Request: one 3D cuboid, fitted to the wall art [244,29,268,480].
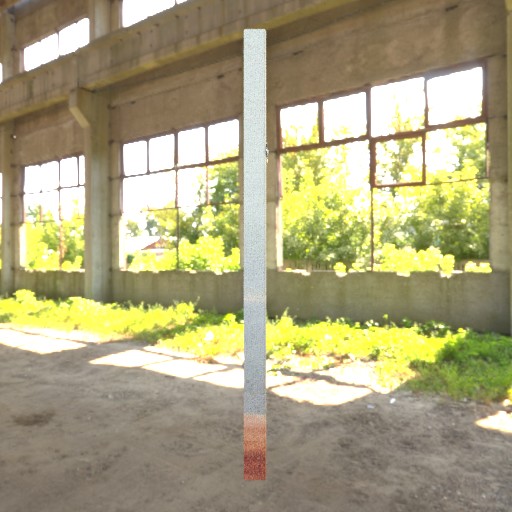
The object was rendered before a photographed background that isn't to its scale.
[{"bbox_3d":[0.000,0.000,0.600,0.023,0.405,0.405,0,-1,0],"label":"wall art"}]
